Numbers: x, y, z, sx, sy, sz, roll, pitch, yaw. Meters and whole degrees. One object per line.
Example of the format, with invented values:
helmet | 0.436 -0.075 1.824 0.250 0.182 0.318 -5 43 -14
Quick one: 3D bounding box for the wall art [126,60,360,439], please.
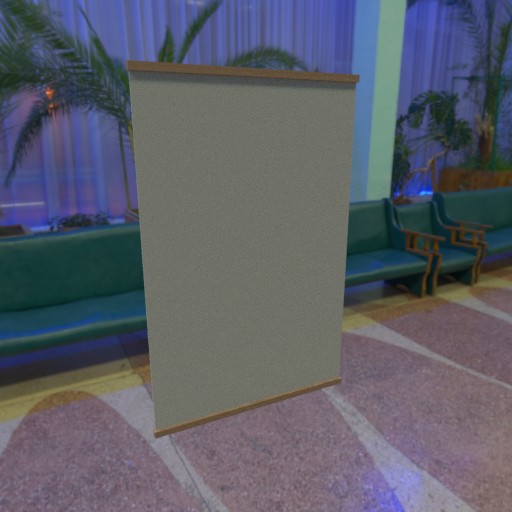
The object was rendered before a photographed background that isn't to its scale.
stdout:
wall art | 0.000 0.000 1.940 0.990 1.519 0.030 -8 18 -25
